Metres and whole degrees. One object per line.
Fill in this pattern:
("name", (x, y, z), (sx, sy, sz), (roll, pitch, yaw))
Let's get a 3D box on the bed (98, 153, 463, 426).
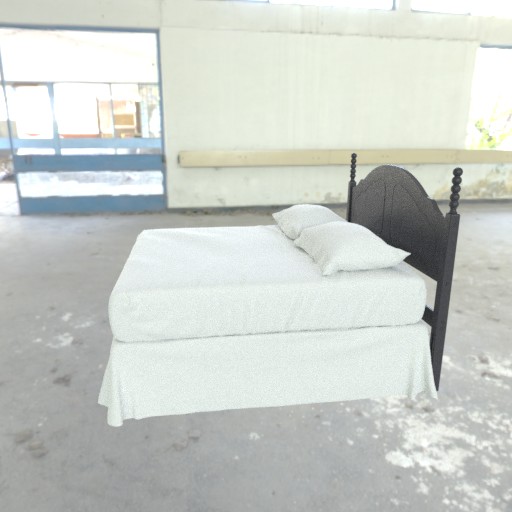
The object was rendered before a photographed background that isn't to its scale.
("bed", (0.000, 0.000, 3.182), (2.040, 1.356, 1.873), (-2, 16, -8))
